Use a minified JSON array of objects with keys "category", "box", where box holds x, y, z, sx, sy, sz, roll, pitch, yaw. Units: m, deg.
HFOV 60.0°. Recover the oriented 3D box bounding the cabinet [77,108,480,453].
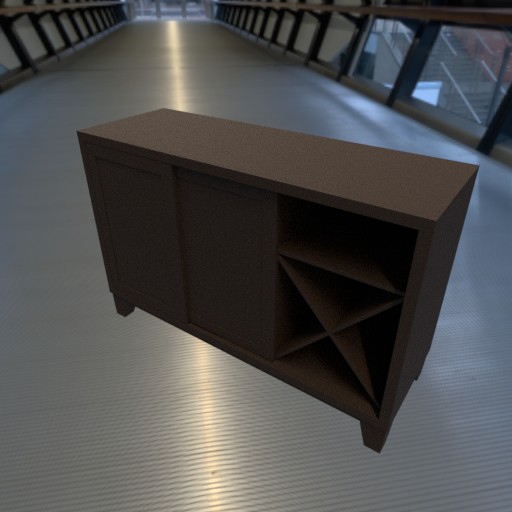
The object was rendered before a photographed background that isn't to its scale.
[{"category":"cabinet","box":[0.000,0.000,1.815,1.396,0.914,0.482,20,36,29]}]
